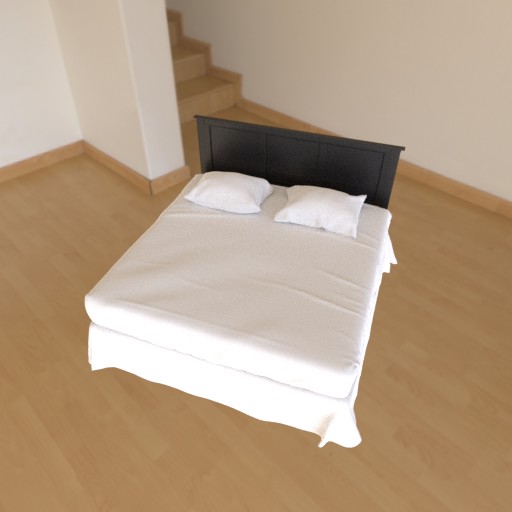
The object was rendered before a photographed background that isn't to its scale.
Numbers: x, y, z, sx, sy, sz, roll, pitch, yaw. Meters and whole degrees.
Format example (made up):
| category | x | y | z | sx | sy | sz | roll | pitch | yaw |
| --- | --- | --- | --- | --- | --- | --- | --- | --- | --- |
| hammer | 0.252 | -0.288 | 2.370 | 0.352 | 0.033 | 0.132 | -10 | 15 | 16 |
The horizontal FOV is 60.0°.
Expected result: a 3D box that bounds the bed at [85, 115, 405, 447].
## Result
| category | x | y | z | sx | sy | sz | roll | pitch | yaw |
| --- | --- | --- | --- | --- | --- | --- | --- | --- | --- |
| bed | 0.000 | 0.000 | 3.692 | 2.315 | 1.271 | 2.219 | 13 | 42 | 15 |
